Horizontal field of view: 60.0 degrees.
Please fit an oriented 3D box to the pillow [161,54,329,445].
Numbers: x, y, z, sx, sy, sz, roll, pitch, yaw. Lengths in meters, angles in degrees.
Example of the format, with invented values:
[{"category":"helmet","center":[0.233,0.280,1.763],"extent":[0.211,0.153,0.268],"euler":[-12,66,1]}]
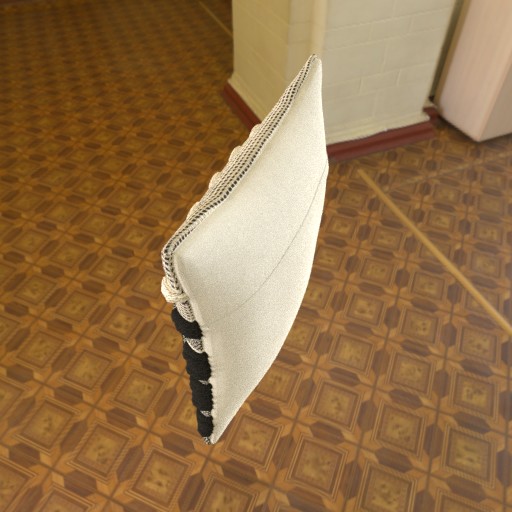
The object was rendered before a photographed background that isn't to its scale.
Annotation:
[{"category":"pillow","center":[0.000,0.000,0.666],"extent":[0.156,0.438,0.436],"euler":[17,49,15]}]
